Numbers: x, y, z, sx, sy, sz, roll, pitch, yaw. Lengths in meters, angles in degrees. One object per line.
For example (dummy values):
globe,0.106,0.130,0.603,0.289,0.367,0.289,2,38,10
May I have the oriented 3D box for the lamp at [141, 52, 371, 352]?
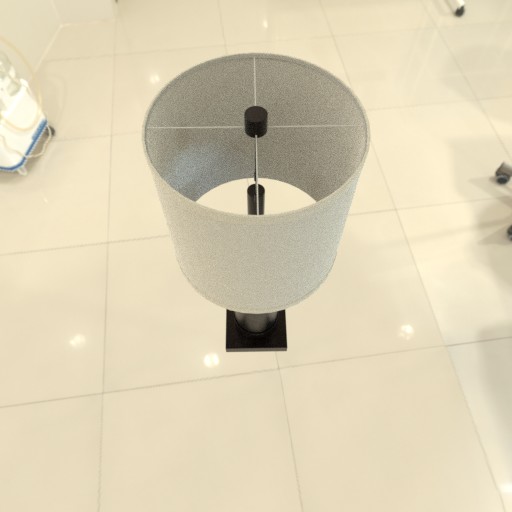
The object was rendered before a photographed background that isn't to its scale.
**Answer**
lamp,0.000,0.000,0.618,0.211,0.509,0.211,-1,60,0
